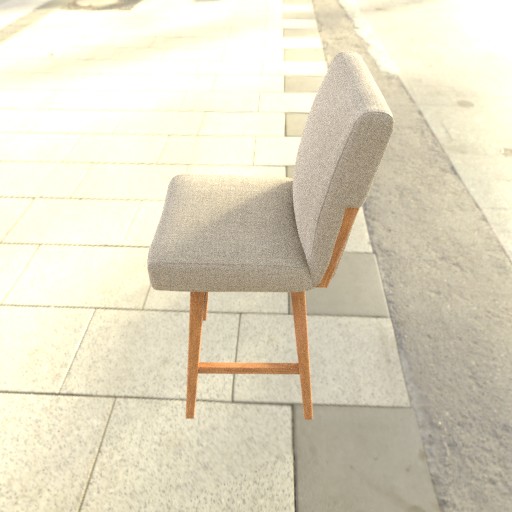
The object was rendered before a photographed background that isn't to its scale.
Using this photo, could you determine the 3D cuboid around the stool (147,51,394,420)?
[{"bbox_3d":[0.000,0.000,1.384,0.569,1.106,0.483,0,41,0],"label":"stool"}]
